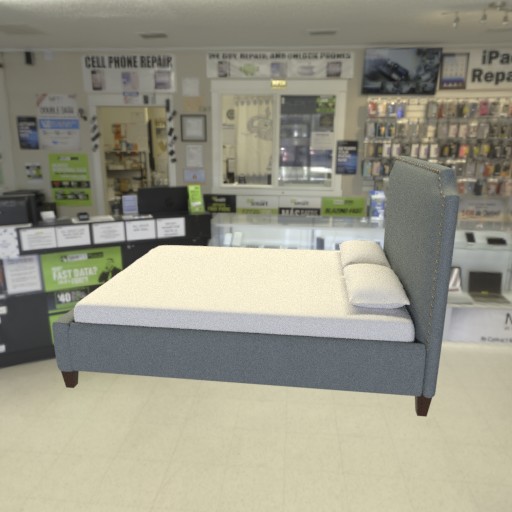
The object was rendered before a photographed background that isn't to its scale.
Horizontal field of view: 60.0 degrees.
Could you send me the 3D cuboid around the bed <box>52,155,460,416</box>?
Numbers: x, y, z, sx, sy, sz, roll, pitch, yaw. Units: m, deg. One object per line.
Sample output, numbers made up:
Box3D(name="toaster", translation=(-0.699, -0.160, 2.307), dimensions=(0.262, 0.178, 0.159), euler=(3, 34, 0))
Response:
Box3D(name="bed", translation=(0.000, 0.000, 3.353), dimensions=(2.372, 1.443, 1.712), euler=(2, 16, 8))
